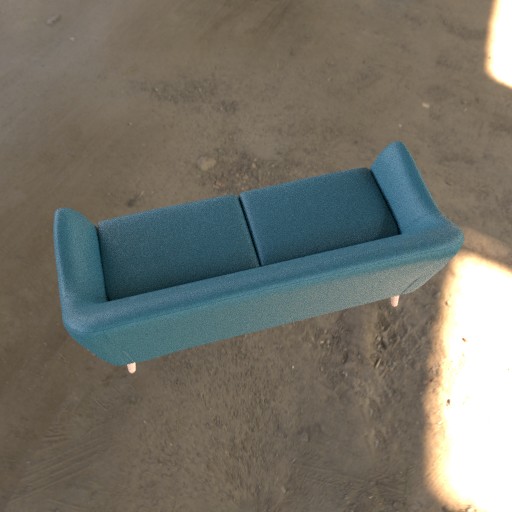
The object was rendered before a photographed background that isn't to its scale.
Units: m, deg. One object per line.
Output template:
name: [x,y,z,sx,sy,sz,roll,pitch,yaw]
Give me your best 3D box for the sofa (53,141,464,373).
sofa: [0.000,0.000,2.227,1.840,0.836,0.820,-13,59,-8]
